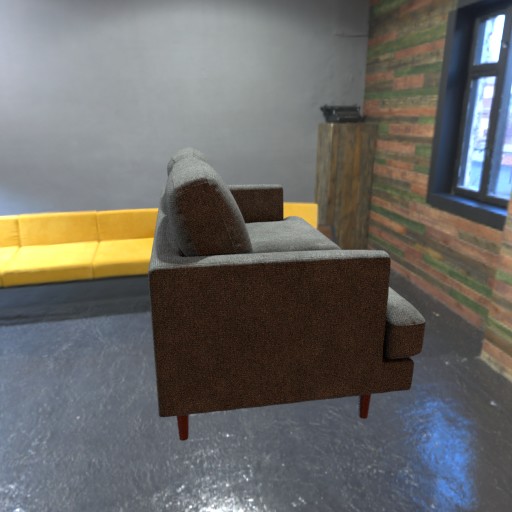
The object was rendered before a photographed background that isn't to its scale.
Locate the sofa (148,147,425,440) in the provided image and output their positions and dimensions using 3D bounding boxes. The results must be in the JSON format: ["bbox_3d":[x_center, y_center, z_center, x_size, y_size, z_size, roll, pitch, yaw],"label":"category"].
[{"bbox_3d":[0.000,0.000,2.123,0.903,0.956,1.582,-3,18,-10],"label":"sofa"}]
